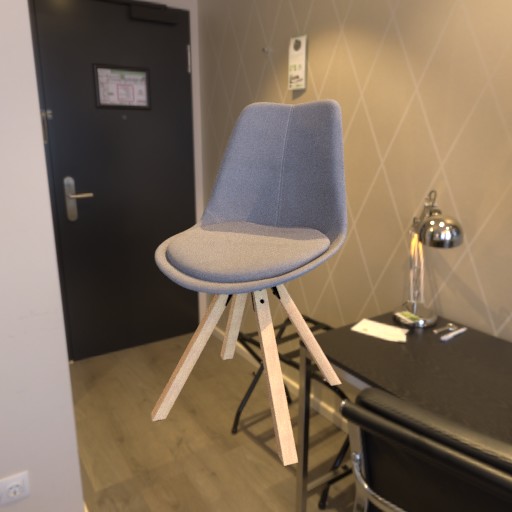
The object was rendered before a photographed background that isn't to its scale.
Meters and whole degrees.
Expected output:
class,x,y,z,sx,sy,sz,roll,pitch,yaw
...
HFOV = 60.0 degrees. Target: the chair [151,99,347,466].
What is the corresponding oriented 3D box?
class,x,y,z,sx,sy,sz,roll,pitch,yaw
chair,0.000,0.000,1.241,0.474,0.863,0.549,7,16,26
